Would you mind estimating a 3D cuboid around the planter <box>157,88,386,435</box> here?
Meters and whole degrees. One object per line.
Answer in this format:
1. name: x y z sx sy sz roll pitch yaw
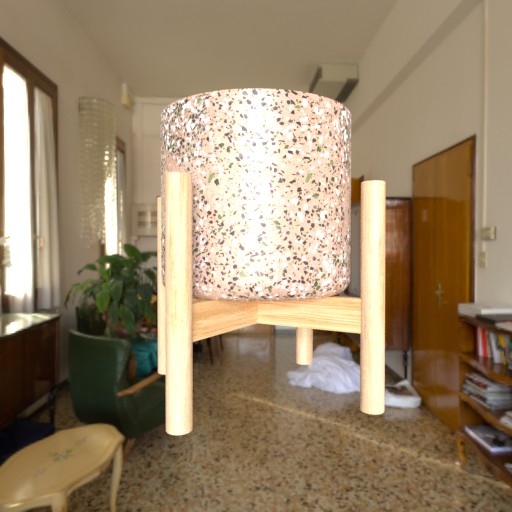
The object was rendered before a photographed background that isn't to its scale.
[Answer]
1. planter: 0.000 0.000 0.531 0.284 0.320 0.284 -1 1 -37
